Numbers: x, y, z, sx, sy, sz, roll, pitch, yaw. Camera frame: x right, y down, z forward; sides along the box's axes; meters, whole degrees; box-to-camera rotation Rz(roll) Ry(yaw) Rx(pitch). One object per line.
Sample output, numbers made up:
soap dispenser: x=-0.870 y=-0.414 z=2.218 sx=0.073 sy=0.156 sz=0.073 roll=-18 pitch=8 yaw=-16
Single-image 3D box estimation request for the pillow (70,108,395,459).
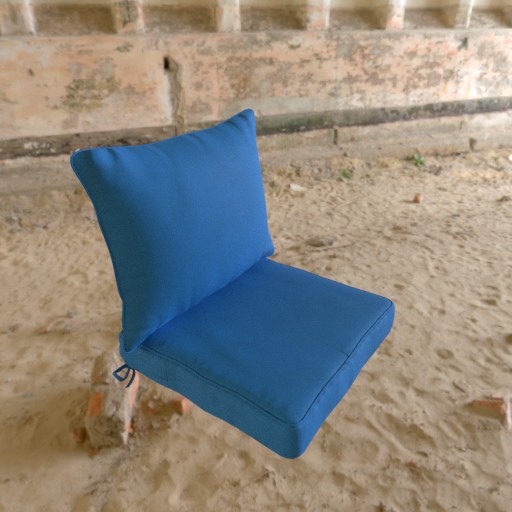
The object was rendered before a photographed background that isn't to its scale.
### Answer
pillow: x=0.000 y=0.000 z=1.369 sx=0.733 sy=0.725 sz=0.798 roll=18 pitch=33 yaw=31
